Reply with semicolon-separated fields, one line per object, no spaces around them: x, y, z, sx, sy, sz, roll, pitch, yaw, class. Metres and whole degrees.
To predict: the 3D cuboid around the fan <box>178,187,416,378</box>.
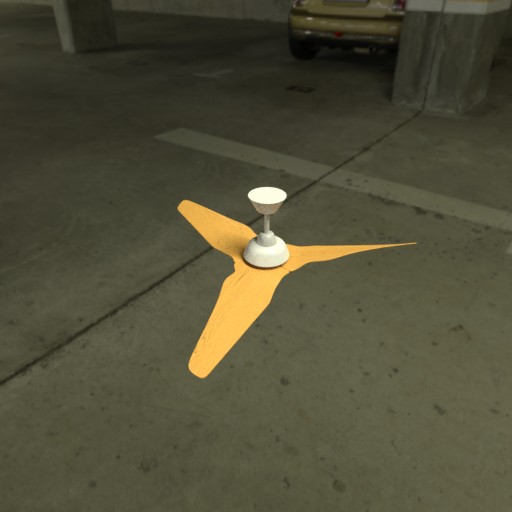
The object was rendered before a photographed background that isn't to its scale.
0.000;0.000;1.632;1.142;0.355;1.010;10;34;15;fan
